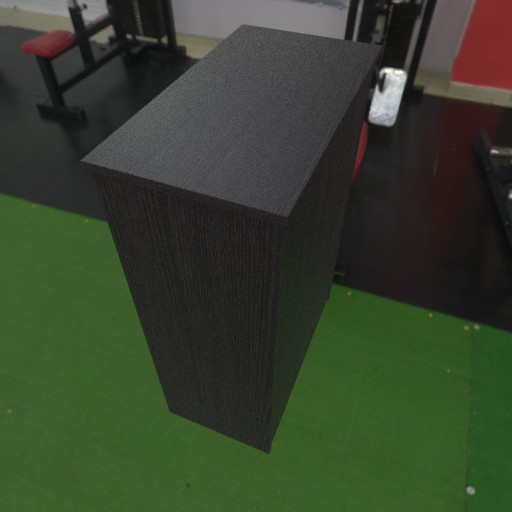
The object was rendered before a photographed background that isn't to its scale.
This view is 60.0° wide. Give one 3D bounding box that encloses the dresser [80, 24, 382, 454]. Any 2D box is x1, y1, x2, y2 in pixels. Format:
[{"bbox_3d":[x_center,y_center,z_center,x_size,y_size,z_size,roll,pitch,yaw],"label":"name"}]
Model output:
[{"bbox_3d":[0.000,0.000,1.318,0.399,1.020,0.704,17,49,15],"label":"dresser"}]
